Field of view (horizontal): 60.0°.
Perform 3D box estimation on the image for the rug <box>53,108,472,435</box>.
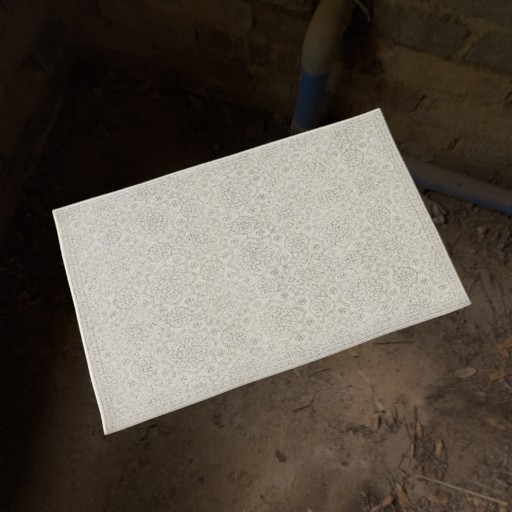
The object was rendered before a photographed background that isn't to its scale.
[{"bbox_3d":[0.000,0.000,2.350,1.947,0.023,1.214,-18,76,-5],"label":"rug"}]
